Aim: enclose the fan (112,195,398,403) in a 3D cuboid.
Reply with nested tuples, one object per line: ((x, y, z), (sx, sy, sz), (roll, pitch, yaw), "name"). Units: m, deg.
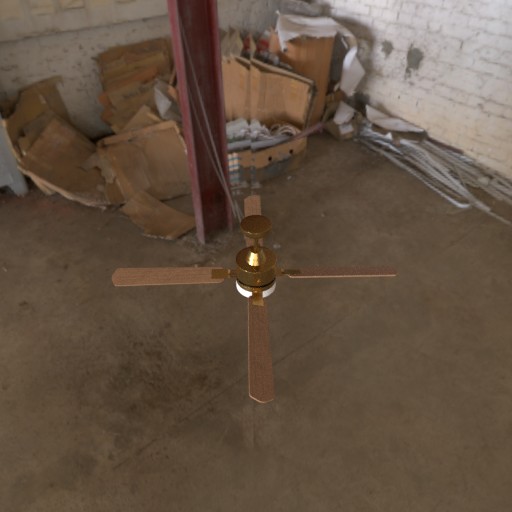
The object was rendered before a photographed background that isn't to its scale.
((0.000, 0.000, 1.978), (1.320, 0.355, 1.320), (-1, 41, -1), "fan")
